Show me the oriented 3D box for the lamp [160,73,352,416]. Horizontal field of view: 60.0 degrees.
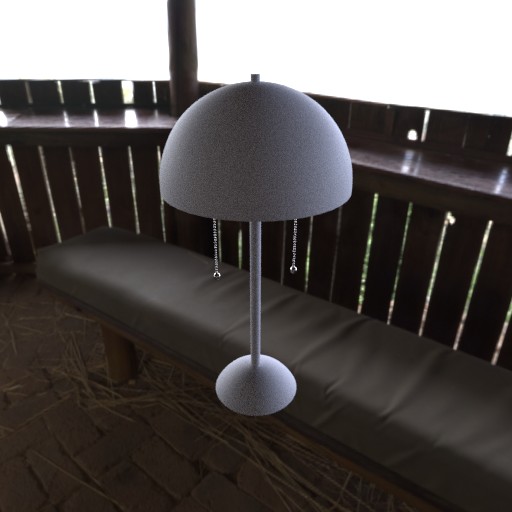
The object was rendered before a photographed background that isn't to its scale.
[{"bbox_3d":[0.000,0.000,0.434,0.171,0.330,0.171,0,26,0],"label":"lamp"}]
